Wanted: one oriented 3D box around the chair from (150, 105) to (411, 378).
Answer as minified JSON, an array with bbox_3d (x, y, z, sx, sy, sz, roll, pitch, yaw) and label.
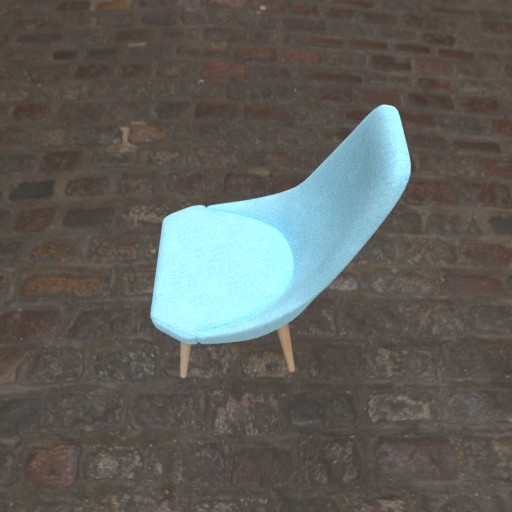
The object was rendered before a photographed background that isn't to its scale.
[{"bbox_3d":[0.000,0.000,1.418,0.660,1.040,0.510,0,59,0],"label":"chair"}]
